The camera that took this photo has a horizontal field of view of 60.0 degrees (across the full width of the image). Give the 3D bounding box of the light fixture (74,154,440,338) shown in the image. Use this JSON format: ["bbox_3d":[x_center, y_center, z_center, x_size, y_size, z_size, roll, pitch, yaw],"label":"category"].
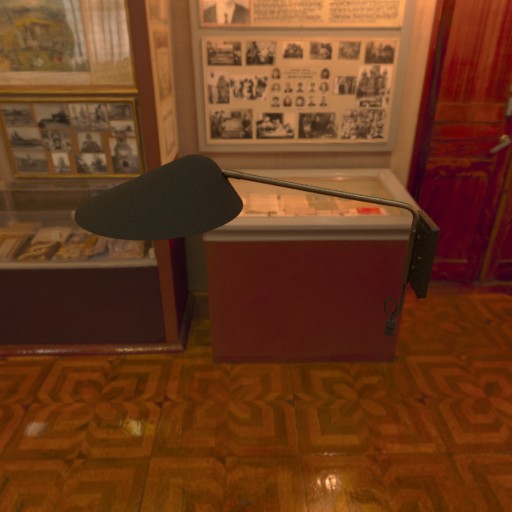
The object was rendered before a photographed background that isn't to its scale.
[{"bbox_3d":[0.000,0.000,0.684,0.516,0.312,0.240,0,27,1],"label":"light fixture"}]
